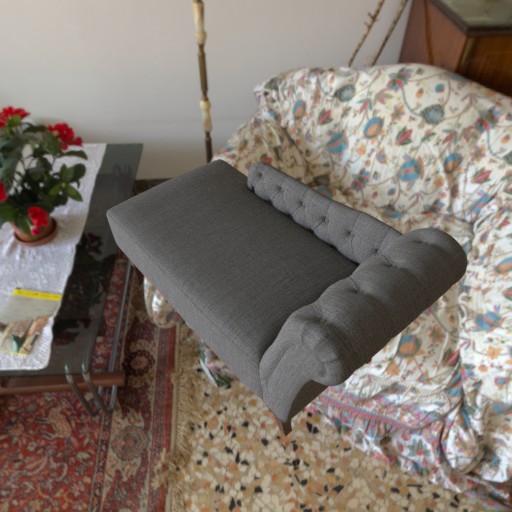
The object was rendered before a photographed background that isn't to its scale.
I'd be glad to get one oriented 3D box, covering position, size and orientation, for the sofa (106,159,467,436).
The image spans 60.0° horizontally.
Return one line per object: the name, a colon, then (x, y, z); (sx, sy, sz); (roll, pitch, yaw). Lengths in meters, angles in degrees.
sofa: (0.000, 0.000, 1.816); (0.675, 0.787, 1.379); (-31, 54, -27)
